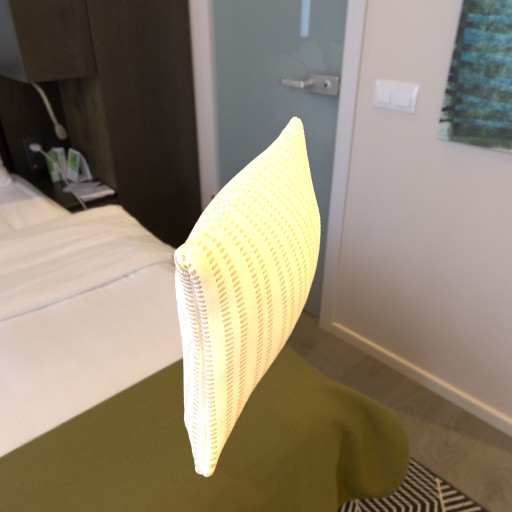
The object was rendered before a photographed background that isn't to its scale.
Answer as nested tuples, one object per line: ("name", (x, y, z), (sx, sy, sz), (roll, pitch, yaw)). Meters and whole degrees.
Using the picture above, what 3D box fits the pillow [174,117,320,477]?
("pillow", (0.000, 0.000, 0.788), (0.210, 0.353, 0.640), (8, 31, 13))
